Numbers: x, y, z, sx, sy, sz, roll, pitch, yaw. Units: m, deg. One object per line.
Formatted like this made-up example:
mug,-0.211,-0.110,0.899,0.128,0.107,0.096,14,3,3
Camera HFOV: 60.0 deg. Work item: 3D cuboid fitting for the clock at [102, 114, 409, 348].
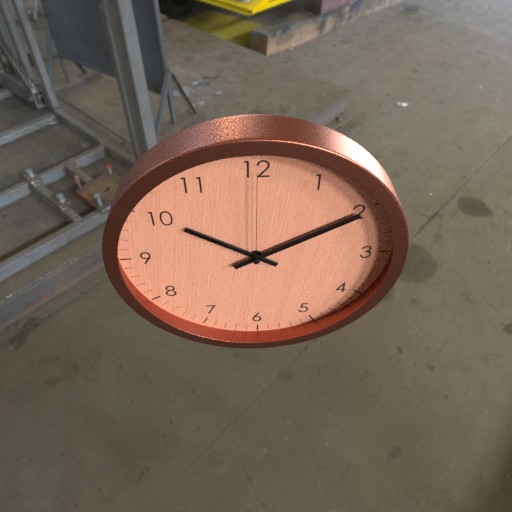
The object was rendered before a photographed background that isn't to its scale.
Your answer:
clock,0.000,0.000,0.479,0.313,0.313,0.040,-1,47,-1
